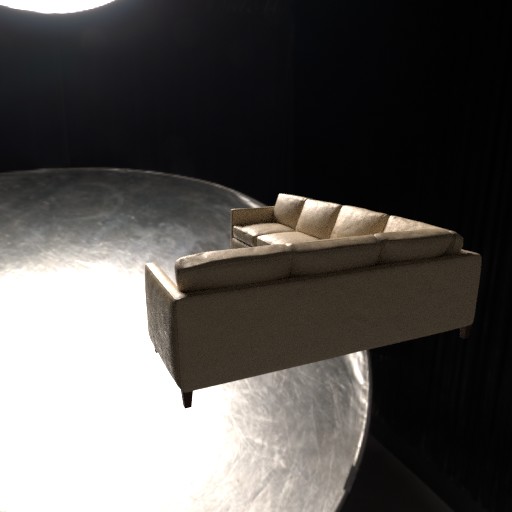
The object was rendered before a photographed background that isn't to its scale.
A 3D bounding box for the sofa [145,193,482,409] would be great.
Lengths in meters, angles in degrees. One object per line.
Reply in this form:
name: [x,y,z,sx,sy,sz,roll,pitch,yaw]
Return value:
sofa: [0.000,0.000,4.562,2.593,0.947,3.302,-7,16,-24]
